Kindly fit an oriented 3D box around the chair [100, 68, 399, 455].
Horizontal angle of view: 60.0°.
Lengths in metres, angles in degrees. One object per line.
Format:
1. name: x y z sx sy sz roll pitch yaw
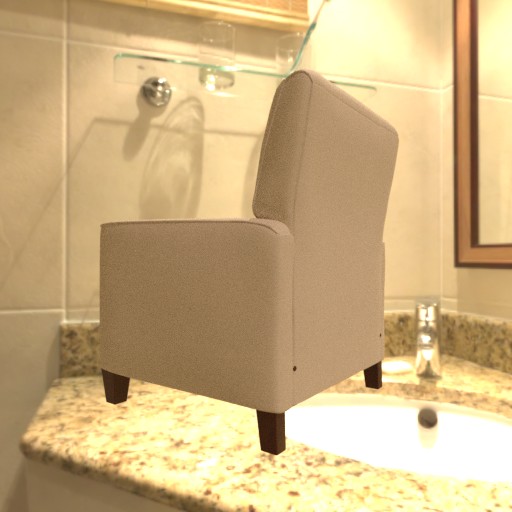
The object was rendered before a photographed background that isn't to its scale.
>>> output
1. chair: 0.000 0.000 1.637 0.858 1.028 0.841 0 0 36
